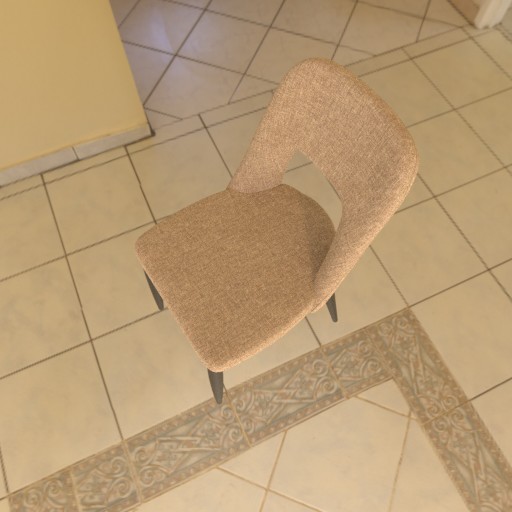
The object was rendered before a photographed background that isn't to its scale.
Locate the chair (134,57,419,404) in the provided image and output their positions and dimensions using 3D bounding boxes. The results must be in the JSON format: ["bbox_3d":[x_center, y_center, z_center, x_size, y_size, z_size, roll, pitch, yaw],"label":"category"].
[{"bbox_3d":[0.000,0.000,1.275,0.612,0.931,0.470,-32,68,-14],"label":"chair"}]
